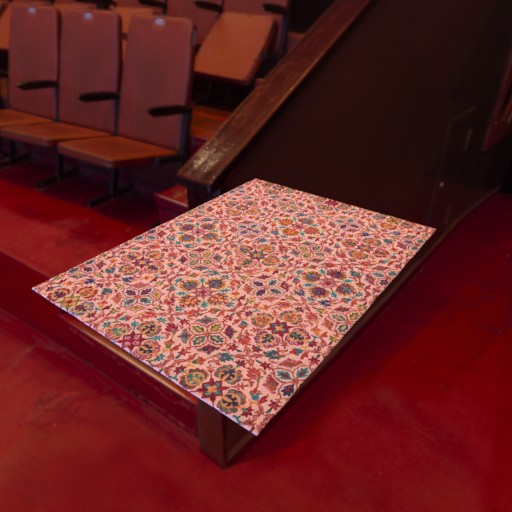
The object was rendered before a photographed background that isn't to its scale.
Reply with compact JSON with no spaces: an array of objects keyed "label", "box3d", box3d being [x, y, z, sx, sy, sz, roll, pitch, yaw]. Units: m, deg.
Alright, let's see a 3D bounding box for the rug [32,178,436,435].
[{"label":"rug","box3d":[0.000,0.000,4.304,2.446,0.020,3.215,21,37,31]}]
